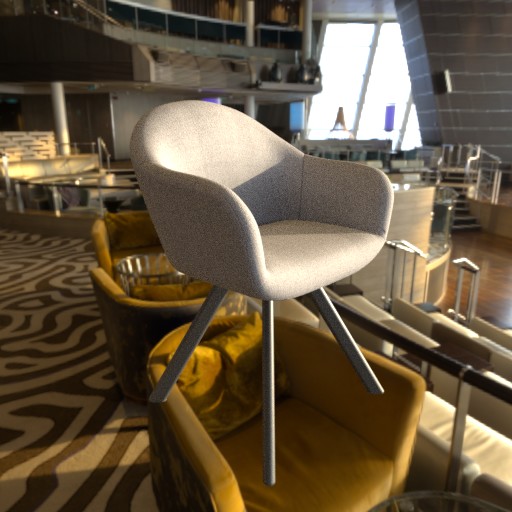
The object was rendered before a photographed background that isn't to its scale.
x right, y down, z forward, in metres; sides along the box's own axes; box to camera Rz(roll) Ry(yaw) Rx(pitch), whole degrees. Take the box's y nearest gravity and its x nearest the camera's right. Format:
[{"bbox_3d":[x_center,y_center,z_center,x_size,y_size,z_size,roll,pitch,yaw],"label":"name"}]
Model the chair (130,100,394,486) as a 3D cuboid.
[{"bbox_3d":[0.000,0.000,1.168,0.550,0.795,0.590,14,21,42],"label":"chair"}]
